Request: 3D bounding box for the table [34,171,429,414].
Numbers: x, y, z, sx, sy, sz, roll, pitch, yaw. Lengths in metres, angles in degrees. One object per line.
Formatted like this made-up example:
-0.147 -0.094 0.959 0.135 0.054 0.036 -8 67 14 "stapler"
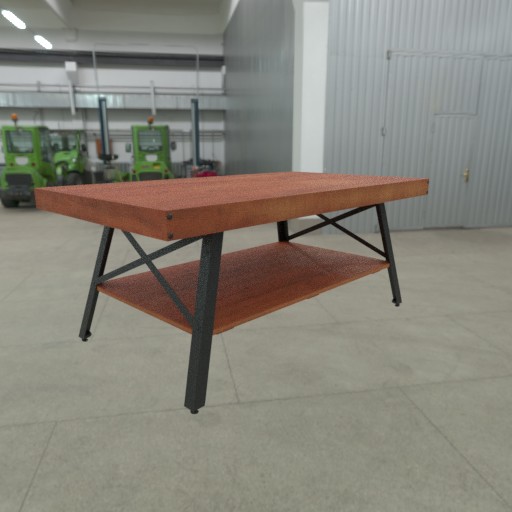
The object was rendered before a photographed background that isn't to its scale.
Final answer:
0.000 0.000 1.397 0.610 0.457 1.067 13 19 43 "table"
